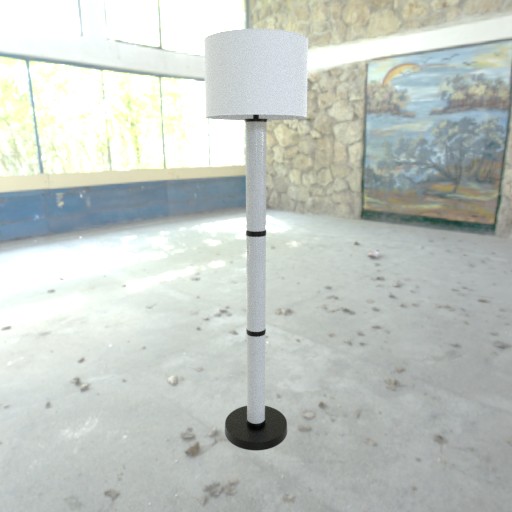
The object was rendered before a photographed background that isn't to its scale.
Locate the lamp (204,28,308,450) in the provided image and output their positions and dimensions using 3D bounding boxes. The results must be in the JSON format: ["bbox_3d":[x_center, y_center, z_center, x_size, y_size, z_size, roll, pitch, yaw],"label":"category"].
[{"bbox_3d":[0.000,0.000,1.786,0.377,1.599,0.377,-13,19,-42],"label":"lamp"}]
